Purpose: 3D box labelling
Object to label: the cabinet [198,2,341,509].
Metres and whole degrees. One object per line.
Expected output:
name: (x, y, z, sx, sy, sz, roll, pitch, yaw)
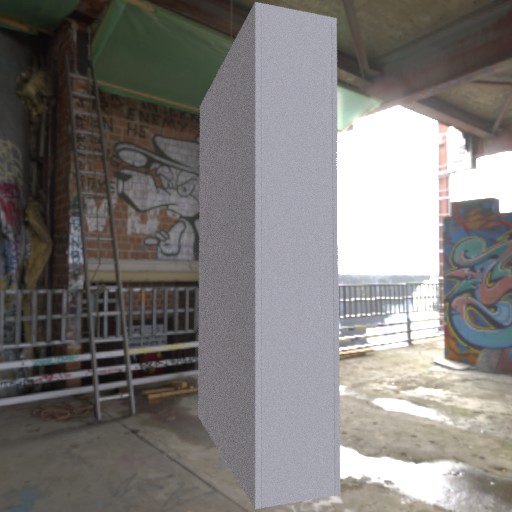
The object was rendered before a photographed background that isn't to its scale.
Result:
cabinet: (0.000, 0.000, 1.512, 0.250, 1.280, 0.750, 1, -2, -18)
